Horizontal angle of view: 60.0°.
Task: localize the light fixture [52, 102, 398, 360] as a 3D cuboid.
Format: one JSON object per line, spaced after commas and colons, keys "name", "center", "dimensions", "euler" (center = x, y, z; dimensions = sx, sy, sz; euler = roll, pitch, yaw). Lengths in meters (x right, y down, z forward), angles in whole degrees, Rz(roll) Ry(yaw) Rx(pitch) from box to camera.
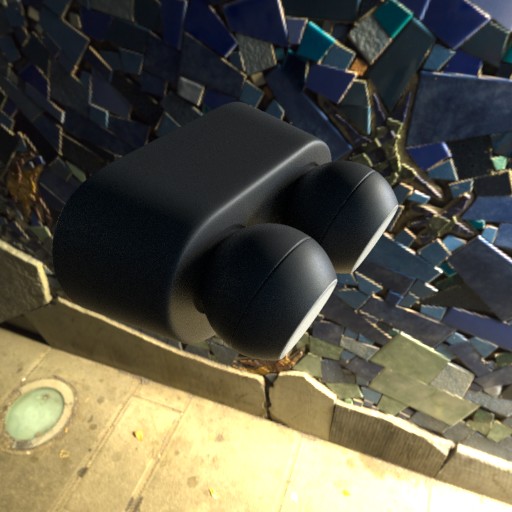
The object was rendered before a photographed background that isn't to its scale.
{"name": "light fixture", "center": [0.000, 0.000, 0.337], "dimensions": [0.159, 0.159, 0.229], "euler": [25, 47, 26]}
